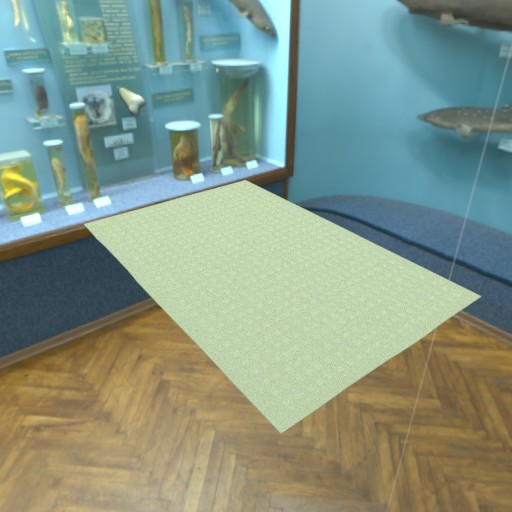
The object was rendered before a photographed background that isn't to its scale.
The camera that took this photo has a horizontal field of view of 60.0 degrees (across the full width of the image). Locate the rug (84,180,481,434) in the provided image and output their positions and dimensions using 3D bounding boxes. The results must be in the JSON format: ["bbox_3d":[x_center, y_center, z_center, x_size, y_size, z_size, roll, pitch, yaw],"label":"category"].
[{"bbox_3d":[0.000,0.000,2.224,1.143,0.006,1.747,-21,37,-31],"label":"rug"}]
